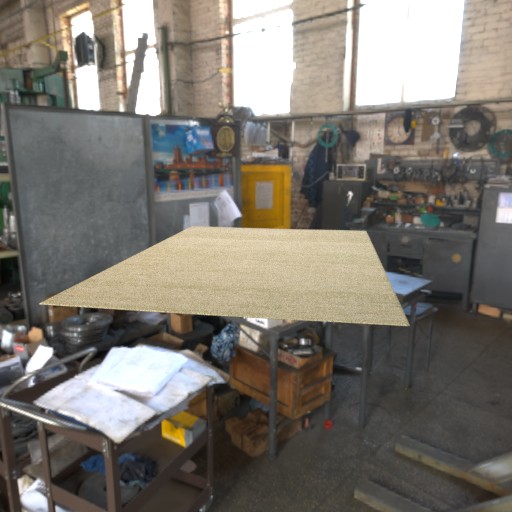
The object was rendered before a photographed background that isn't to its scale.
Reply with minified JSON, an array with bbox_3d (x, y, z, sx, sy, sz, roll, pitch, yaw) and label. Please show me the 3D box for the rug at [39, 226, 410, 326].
[{"bbox_3d":[0.000,0.000,5.128,2.782,0.025,3.935,2,13,9],"label":"rug"}]
